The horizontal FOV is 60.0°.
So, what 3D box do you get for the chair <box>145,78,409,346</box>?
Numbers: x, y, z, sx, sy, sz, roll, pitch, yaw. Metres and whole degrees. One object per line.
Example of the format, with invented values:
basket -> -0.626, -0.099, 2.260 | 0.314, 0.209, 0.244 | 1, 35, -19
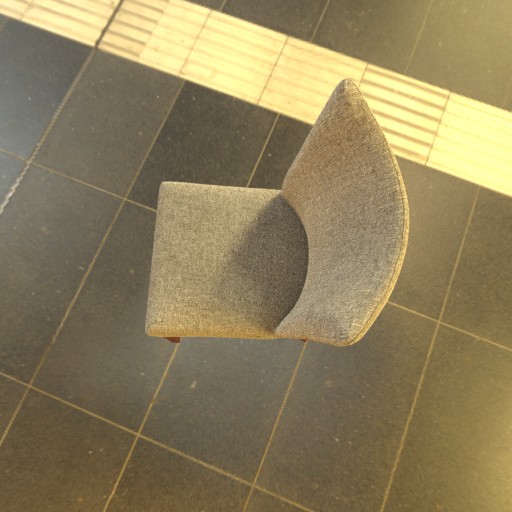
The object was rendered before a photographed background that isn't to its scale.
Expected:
chair -> 0.000, 0.000, 1.279 | 0.623, 0.924, 0.535 | 2, 76, 1
